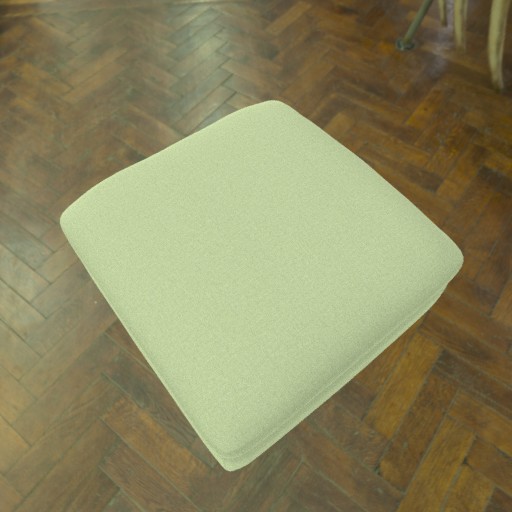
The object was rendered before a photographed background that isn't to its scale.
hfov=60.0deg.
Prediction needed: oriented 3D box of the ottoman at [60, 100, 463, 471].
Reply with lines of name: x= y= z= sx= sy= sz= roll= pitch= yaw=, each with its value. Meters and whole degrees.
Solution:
ottoman: x=0.000 y=0.000 z=1.534 sx=0.977 sy=0.467 sz=0.996 roll=-34 pitch=64 yaw=-19
